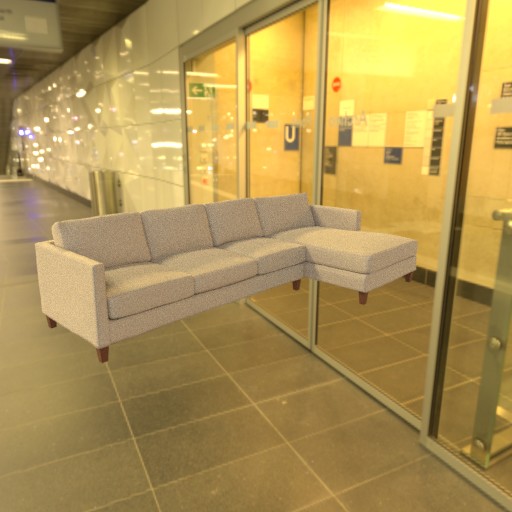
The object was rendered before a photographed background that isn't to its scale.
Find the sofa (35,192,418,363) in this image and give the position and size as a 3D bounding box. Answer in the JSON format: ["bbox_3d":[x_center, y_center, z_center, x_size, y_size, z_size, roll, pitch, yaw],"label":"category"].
[{"bbox_3d":[0.000,0.000,3.975,1.625,0.861,3.186,13,20,42],"label":"sofa"}]
